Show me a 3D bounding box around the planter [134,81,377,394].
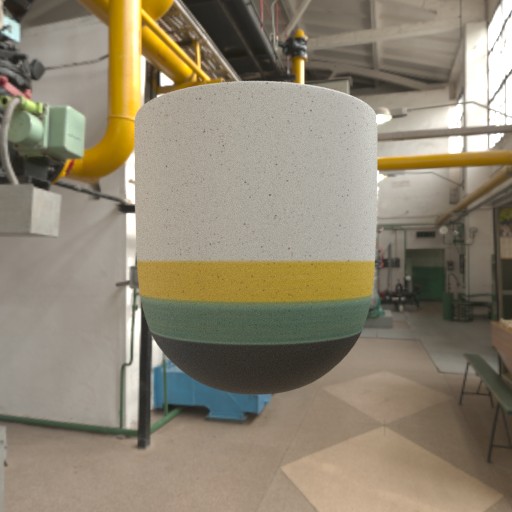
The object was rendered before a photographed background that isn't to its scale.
[{"bbox_3d":[0.000,0.000,0.368,0.195,0.214,0.195,0,-1,0],"label":"planter"}]
